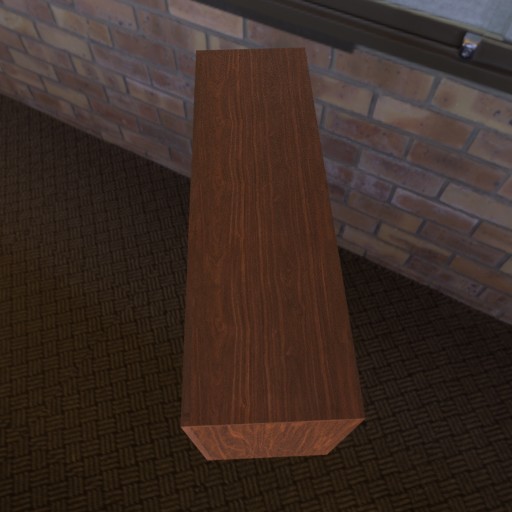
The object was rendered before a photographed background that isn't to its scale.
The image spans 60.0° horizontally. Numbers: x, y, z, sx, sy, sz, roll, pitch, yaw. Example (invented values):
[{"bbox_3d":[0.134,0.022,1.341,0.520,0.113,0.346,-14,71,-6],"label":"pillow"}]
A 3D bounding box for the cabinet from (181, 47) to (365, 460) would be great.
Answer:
[{"bbox_3d":[0.000,0.000,1.961,0.505,0.940,1.575,-2,59,-1],"label":"cabinet"}]
